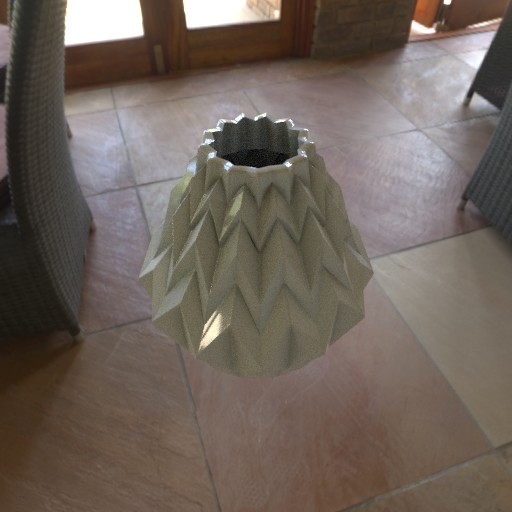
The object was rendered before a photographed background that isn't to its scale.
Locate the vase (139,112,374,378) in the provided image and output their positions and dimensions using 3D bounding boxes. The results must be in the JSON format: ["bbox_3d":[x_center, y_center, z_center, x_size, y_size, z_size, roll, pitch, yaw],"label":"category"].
[{"bbox_3d":[0.000,0.000,0.310,0.164,0.185,0.164,0,46,0],"label":"vase"}]
